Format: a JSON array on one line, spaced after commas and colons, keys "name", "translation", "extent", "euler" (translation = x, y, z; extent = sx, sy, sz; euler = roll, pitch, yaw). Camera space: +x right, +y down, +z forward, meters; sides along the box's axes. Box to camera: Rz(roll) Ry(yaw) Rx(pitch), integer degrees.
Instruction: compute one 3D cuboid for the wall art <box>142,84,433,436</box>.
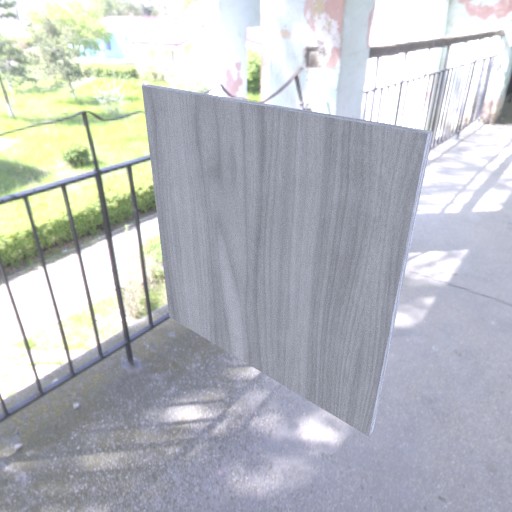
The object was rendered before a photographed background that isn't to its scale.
[{"name": "wall art", "translation": [0.000, 0.000, 0.764], "extent": [0.508, 0.507, 0.016], "euler": [23, 37, 34]}]
